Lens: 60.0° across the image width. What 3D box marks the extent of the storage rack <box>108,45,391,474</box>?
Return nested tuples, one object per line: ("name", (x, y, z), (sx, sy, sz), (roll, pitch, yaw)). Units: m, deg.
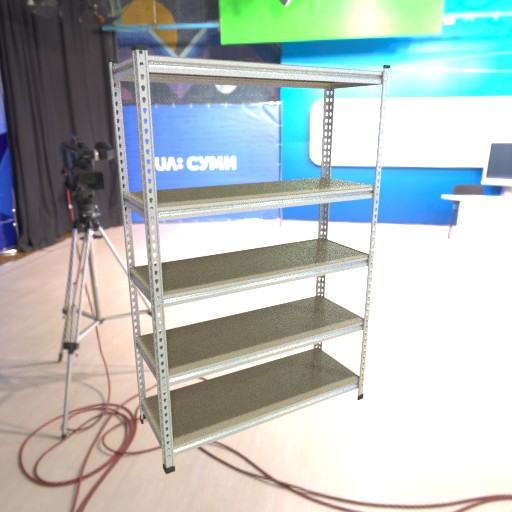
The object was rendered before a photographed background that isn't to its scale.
("storage rack", (0.000, 0.000, 2.273), (1.219, 1.829, 0.457), (-9, 19, -28))
